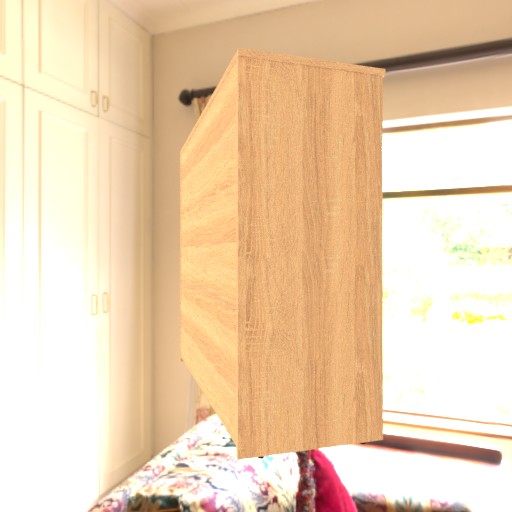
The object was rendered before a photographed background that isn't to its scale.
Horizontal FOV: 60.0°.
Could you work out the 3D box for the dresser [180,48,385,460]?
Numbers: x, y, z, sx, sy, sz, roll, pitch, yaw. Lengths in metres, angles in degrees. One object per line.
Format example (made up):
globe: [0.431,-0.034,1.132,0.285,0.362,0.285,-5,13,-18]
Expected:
dresser: [0.000,0.000,1.486,0.380,0.900,0.980,0,0,-17]
